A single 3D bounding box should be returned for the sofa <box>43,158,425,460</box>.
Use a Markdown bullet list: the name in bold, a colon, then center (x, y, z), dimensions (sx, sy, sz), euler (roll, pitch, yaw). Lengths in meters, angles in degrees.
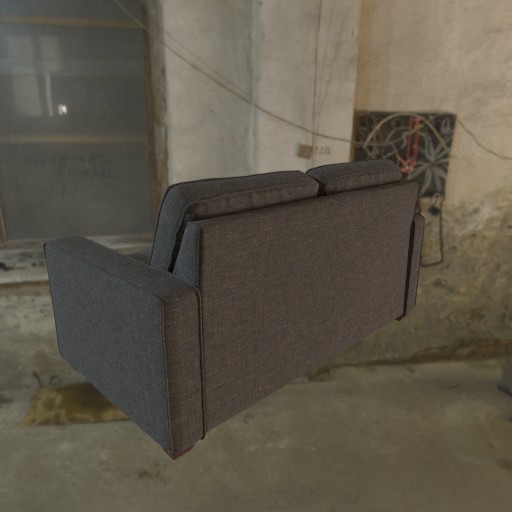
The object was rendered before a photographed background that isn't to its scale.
- **sofa**: center (0.000, 0.000, 2.201), dimensions (1.709, 0.918, 0.947), euler (-16, 24, -42)
